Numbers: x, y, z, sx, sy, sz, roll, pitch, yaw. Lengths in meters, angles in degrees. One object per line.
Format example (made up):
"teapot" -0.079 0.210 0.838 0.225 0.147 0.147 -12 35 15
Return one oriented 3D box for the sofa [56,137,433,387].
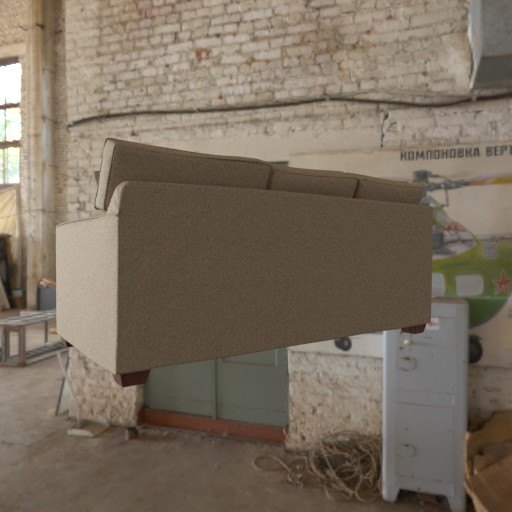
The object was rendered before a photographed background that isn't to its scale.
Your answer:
"sofa" 0.000 0.000 2.548 1.963 0.946 1.034 -1 1 -36
